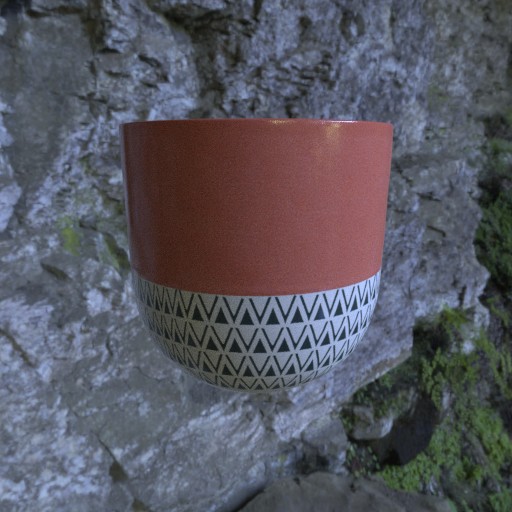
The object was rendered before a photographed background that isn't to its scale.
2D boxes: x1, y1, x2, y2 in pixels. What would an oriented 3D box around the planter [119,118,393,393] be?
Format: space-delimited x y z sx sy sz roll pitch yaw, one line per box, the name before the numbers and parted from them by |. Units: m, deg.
planter | 0.000 0.000 0.480 0.266 0.270 0.266 0 14 0
